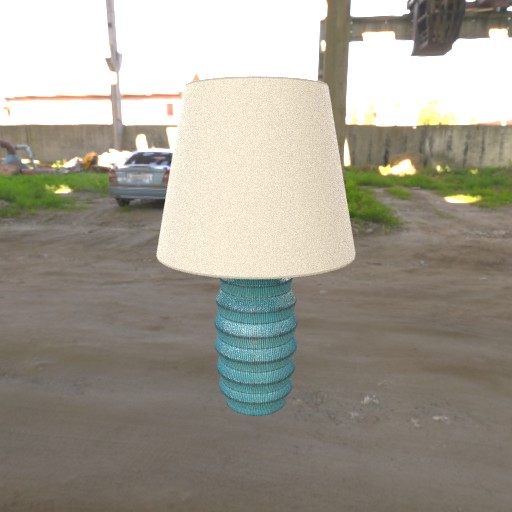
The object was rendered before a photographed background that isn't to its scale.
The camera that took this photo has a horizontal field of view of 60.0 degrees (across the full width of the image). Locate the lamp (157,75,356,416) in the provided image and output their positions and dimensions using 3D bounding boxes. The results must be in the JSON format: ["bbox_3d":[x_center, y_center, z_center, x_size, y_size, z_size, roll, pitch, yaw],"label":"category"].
[{"bbox_3d":[0.000,0.000,0.810,0.355,0.582,0.355,0,14,0],"label":"lamp"}]
